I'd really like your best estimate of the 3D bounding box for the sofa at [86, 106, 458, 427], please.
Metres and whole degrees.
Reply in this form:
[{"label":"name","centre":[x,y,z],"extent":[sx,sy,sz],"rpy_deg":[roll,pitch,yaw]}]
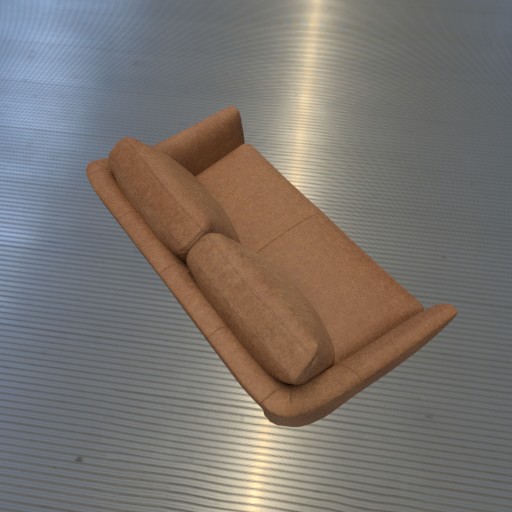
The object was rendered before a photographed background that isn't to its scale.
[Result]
[{"label":"sofa","centre":[0.000,0.000,2.160],"extent":[0.960,0.902,1.619],"rpy_deg":[-33,64,-19]}]
